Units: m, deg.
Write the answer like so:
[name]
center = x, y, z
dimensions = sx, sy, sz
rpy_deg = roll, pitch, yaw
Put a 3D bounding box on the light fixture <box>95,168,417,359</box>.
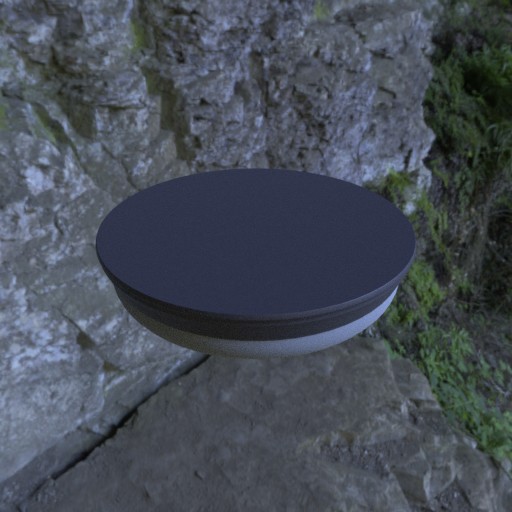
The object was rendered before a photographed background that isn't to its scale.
[light fixture]
center = 0.000, 0.000, 0.555
dimensions = 0.368, 0.100, 0.368
rpy_deg = 0, 31, 0
